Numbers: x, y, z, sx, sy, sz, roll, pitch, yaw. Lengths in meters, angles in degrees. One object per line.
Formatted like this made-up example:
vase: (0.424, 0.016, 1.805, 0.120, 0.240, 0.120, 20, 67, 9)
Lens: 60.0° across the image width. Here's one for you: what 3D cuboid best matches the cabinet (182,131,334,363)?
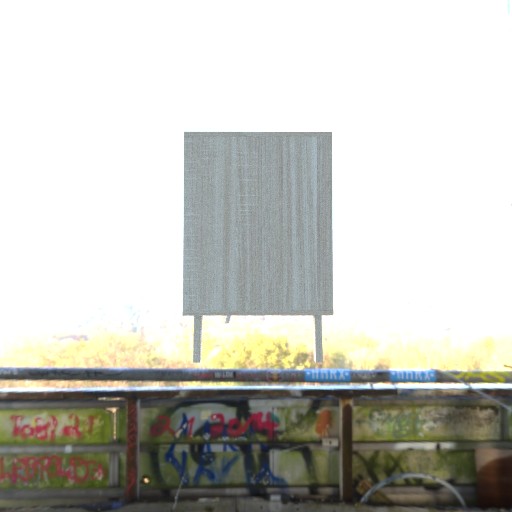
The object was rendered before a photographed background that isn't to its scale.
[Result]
cabinet: (0.000, 0.000, 2.572, 0.500, 0.780, 2.200, 0, -1, 0)
